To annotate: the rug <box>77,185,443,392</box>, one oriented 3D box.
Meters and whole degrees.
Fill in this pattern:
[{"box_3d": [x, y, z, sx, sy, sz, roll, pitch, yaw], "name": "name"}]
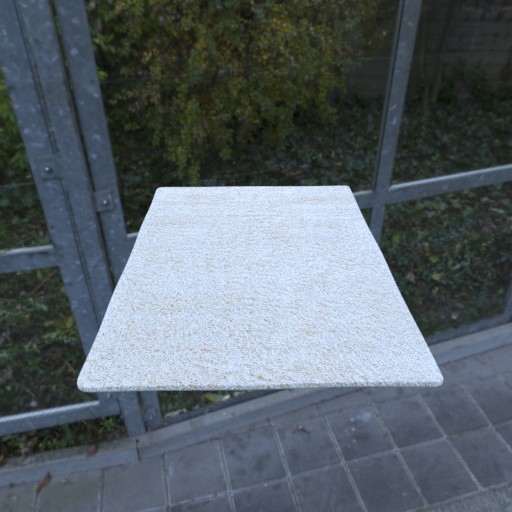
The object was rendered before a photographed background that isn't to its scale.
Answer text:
[{"box_3d": [0.000, 0.000, 2.110, 1.200, 0.027, 1.600, -1, 32, -1], "name": "rug"}]
